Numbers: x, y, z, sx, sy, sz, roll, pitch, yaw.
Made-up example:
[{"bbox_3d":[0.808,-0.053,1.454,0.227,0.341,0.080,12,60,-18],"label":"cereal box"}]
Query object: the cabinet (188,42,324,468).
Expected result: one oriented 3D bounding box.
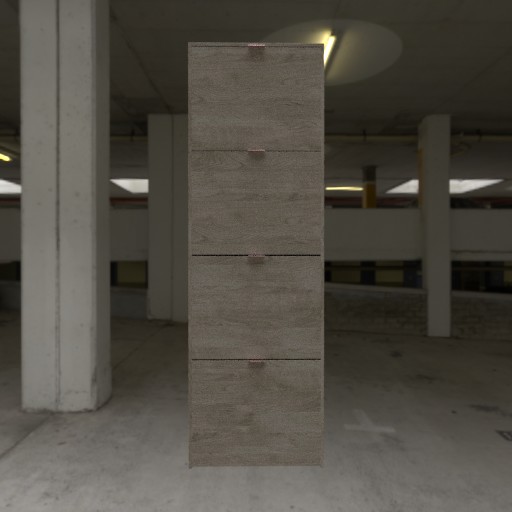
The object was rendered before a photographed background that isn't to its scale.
[{"bbox_3d":[0.000,0.000,1.809,0.520,1.630,0.250,0,0,-1],"label":"cabinet"}]
